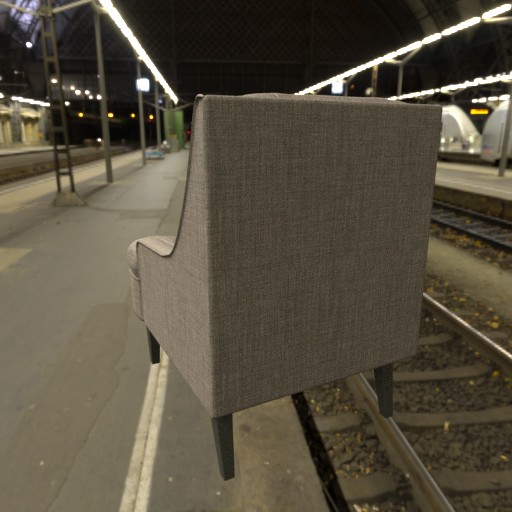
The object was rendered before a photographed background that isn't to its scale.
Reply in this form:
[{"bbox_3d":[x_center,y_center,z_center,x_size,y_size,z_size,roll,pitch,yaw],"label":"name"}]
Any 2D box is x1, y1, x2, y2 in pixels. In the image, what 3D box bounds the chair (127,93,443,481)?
[{"bbox_3d":[0.000,0.000,1.375,0.655,0.891,0.771,-8,17,-27],"label":"chair"}]
